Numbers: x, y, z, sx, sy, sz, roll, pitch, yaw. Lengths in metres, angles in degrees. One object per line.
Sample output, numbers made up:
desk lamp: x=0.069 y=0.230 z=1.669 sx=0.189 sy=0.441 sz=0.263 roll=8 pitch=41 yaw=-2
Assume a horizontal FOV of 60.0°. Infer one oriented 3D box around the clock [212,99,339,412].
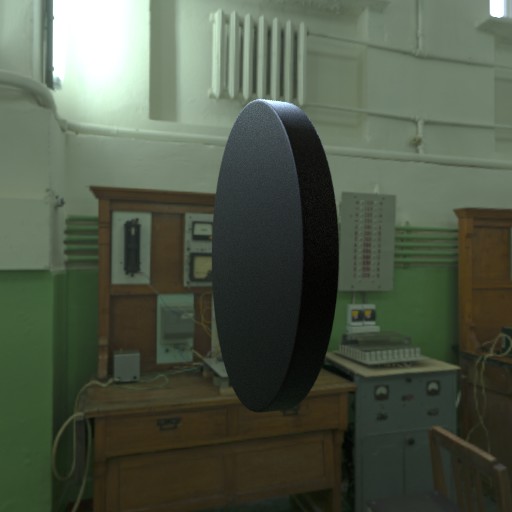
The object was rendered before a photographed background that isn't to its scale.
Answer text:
clock: x=0.000 y=0.000 z=0.472 sx=0.029 sy=0.314 sz=0.314 roll=0 pitch=-1 yaw=-18
